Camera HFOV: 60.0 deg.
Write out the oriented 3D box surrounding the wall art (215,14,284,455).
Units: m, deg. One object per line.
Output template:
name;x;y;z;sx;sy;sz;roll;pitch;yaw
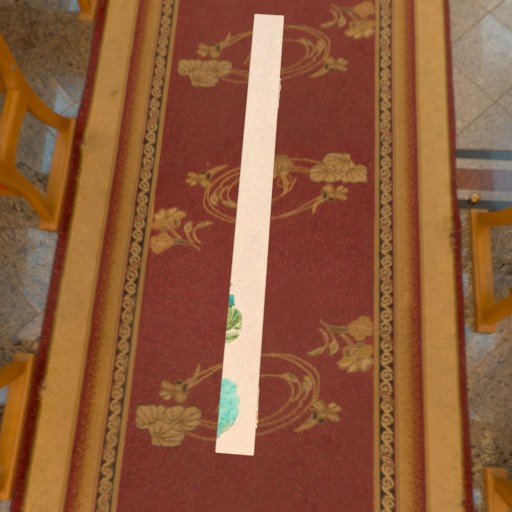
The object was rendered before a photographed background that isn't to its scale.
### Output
wall art;0.000;0.000;0.696;0.041;0.435;0.507;4;75;1
